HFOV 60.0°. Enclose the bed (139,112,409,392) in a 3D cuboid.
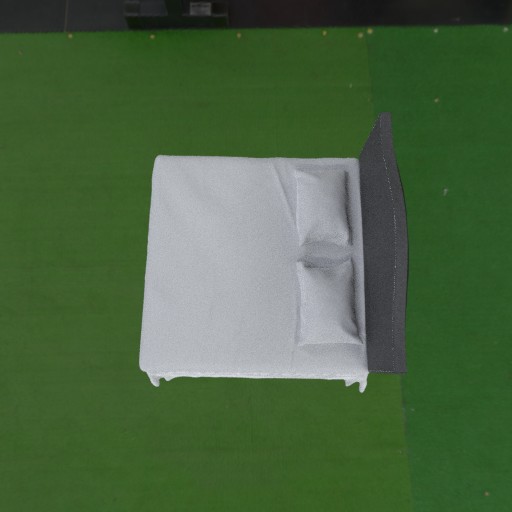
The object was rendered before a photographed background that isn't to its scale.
[{"bbox_3d":[0.000,0.000,3.816,2.219,1.651,2.314,1,76,0],"label":"bed"}]
